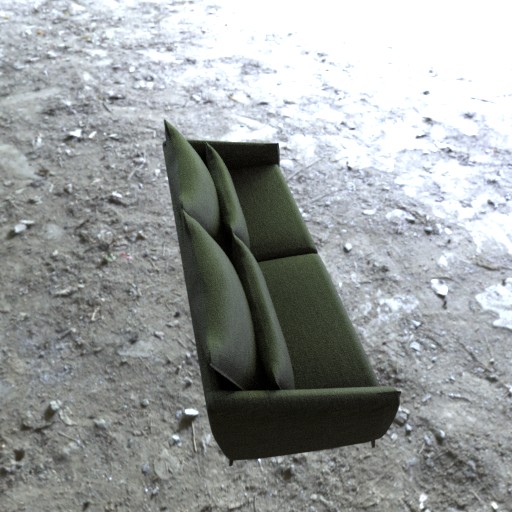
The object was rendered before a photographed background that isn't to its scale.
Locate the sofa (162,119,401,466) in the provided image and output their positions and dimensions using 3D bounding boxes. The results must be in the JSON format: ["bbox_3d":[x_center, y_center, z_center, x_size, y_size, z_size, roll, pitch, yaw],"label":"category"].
[{"bbox_3d":[0.000,0.000,2.456,0.807,0.843,2.019,-10,48,-9],"label":"sofa"}]
